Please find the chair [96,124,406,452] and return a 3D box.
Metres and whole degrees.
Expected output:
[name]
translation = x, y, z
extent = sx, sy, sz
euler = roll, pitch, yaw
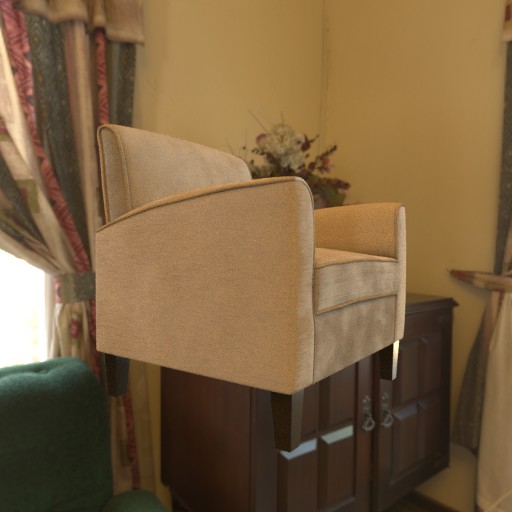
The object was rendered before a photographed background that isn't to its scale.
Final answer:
[chair]
translation = 0.000, 0.000, 1.562
extent = 0.821, 0.915, 0.820
euler = 1, 1, 36
